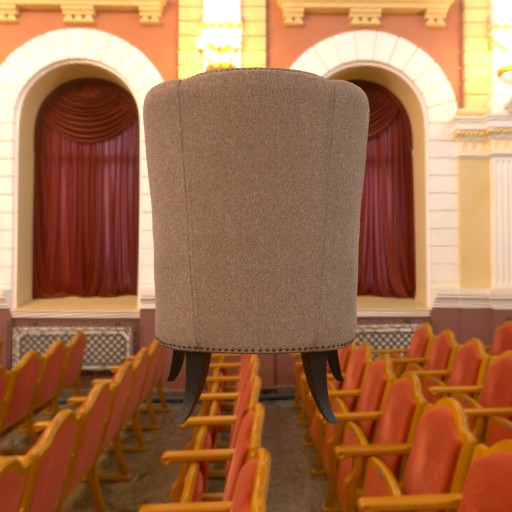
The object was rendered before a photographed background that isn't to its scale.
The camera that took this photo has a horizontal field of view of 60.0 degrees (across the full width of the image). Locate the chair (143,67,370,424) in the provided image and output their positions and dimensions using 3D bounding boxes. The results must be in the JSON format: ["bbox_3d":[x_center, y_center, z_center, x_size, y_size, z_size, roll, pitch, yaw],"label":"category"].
[{"bbox_3d":[0.000,0.000,1.597,0.759,1.060,0.758,0,-1,0],"label":"chair"}]
